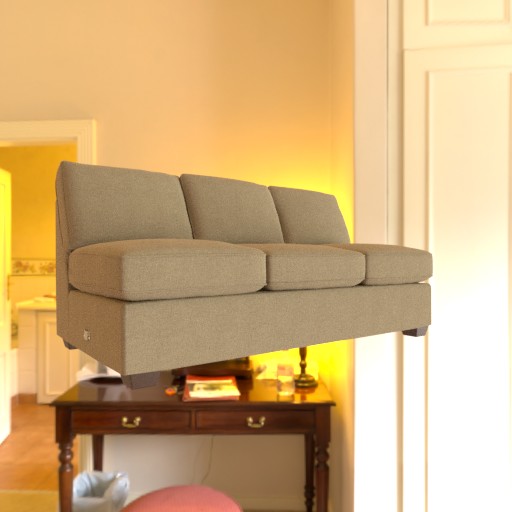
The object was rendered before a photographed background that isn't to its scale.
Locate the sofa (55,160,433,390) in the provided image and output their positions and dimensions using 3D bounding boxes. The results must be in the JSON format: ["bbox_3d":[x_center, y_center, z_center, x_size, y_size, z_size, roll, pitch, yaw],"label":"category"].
[{"bbox_3d":[0.000,0.000,2.688,2.092,1.036,1.127,0,0,-36],"label":"sofa"}]
